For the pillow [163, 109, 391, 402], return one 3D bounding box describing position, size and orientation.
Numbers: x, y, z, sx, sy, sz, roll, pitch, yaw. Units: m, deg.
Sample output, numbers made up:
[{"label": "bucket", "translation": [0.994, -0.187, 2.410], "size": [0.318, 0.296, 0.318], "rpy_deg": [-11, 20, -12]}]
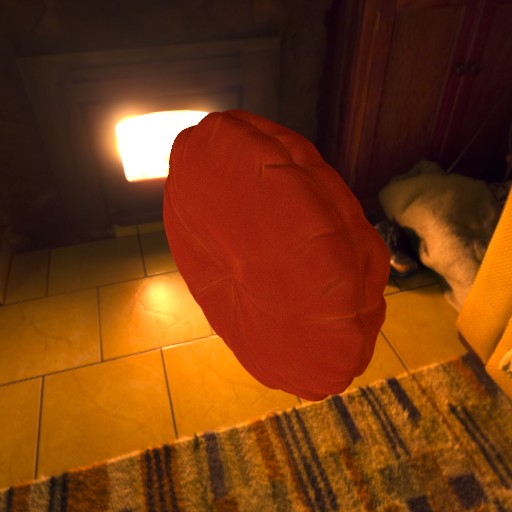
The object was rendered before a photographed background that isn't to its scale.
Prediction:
[{"label": "pillow", "translation": [0.000, 0.000, 0.640], "size": [0.148, 0.407, 0.428], "rpy_deg": [-26, 46, -28]}]
